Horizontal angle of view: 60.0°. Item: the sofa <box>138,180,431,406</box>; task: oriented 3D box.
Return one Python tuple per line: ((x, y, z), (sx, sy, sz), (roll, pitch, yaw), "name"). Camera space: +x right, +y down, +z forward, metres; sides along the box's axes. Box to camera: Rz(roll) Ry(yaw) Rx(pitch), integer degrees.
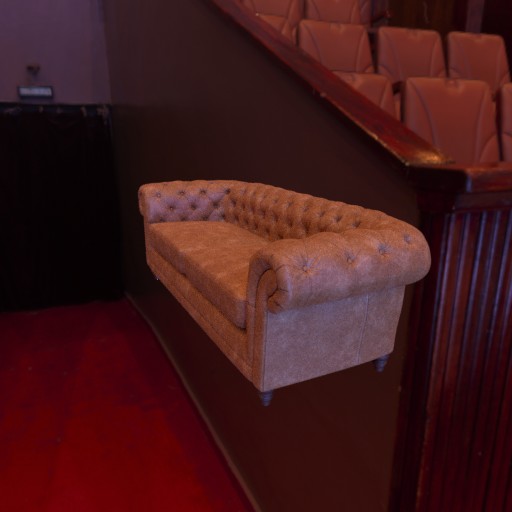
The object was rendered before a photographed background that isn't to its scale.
((0.000, 0.000, 2.811), (0.989, 0.760, 2.365), (-8, 18, -25), "sofa")
